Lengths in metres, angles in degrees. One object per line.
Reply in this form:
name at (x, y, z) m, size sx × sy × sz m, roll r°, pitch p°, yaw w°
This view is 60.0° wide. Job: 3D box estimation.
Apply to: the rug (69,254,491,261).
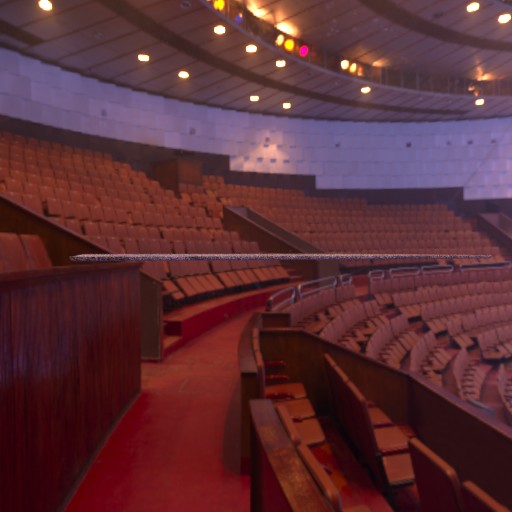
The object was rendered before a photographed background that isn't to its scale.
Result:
rug at (0.000, 0.000, 4.033) m, size 3.000 × 0.025 × 2.401 m, roll 0°, pitch 1°, yaw -20°
